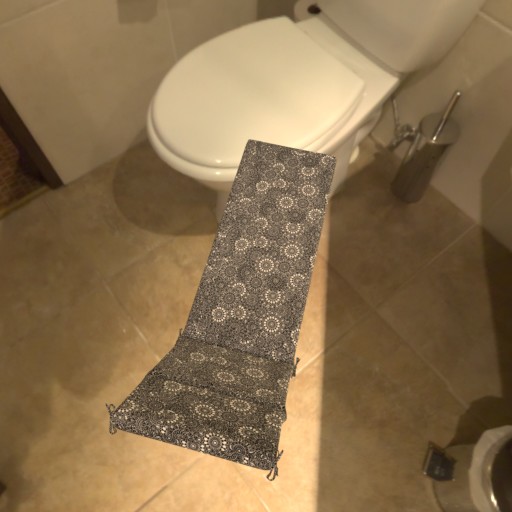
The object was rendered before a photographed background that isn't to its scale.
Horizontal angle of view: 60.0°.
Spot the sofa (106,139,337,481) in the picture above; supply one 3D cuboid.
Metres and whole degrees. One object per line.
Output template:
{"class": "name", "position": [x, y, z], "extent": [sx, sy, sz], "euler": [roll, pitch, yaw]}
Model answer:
{"class": "sofa", "position": [0.000, 0.000, 1.927], "extent": [0.582, 0.622, 1.663], "euler": [13, 65, 6]}
